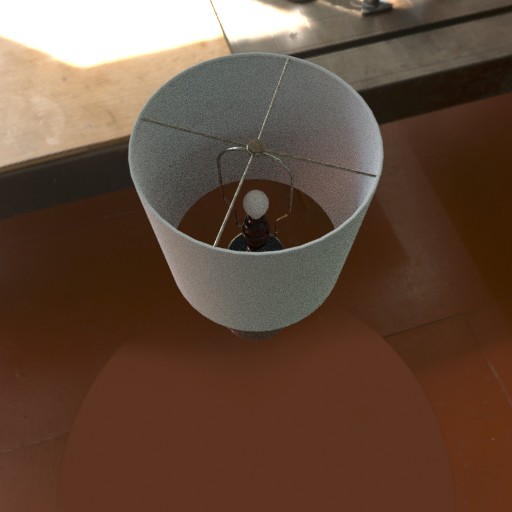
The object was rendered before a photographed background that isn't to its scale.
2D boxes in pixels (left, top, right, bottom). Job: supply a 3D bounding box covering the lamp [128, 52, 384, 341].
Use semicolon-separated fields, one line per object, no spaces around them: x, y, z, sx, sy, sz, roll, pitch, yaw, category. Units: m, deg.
0.000;0.000;0.582;0.217;0.453;0.217;16;65;7;lamp
